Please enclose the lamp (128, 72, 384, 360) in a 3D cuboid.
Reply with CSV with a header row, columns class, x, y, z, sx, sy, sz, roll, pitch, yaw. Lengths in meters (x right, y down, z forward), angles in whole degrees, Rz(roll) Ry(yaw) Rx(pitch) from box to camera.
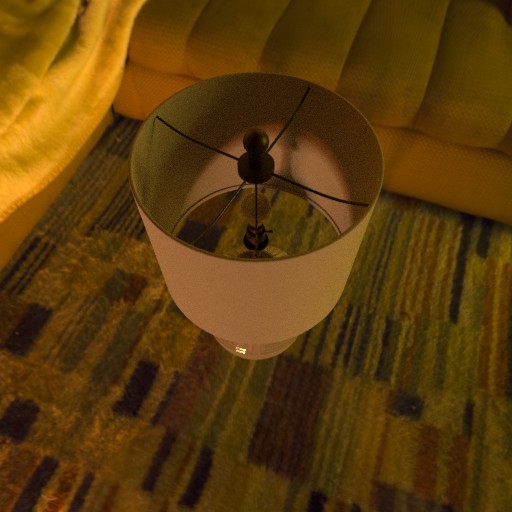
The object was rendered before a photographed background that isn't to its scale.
class,x,y,z,sx,sy,sz,roll,pitch,yaw
lamp,0.000,0.000,0.767,0.318,0.567,0.318,0,59,0
